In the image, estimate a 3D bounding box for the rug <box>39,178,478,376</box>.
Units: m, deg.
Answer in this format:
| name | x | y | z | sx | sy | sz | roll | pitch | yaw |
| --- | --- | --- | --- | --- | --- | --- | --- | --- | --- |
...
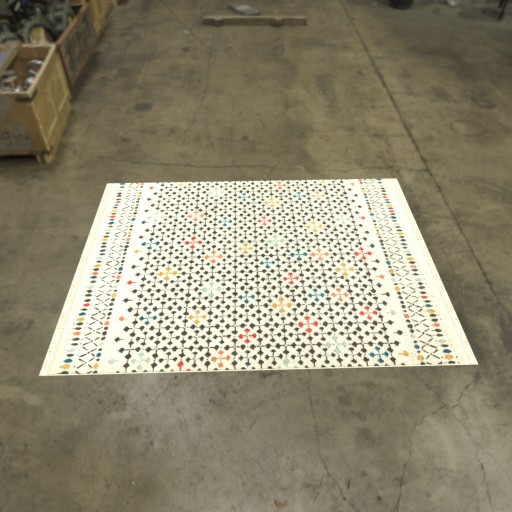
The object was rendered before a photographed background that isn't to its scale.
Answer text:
| name | x | y | z | sx | sy | sz | roll | pitch | yaw |
| --- | --- | --- | --- | --- | --- | --- | --- | --- | --- |
| rug | 0.000 | 0.000 | 1.976 | 1.556 | 0.006 | 1.146 | -1 | 45 | -1 |
